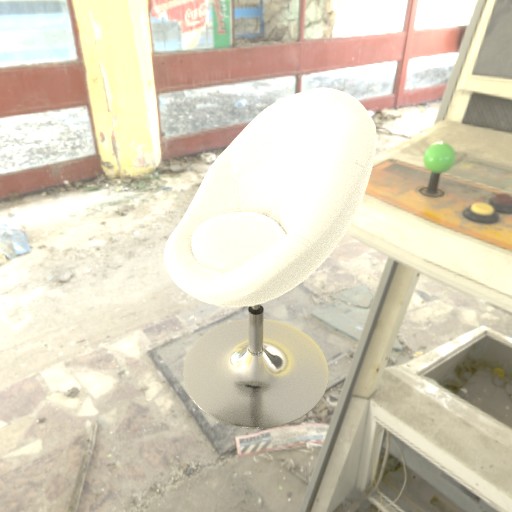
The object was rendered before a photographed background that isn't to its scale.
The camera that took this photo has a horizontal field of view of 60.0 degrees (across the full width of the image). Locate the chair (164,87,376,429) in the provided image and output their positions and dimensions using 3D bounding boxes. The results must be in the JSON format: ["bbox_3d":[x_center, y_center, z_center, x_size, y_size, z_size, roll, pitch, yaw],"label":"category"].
[{"bbox_3d":[0.000,0.000,1.820,0.736,1.261,0.940,-8,32,-14],"label":"chair"}]
